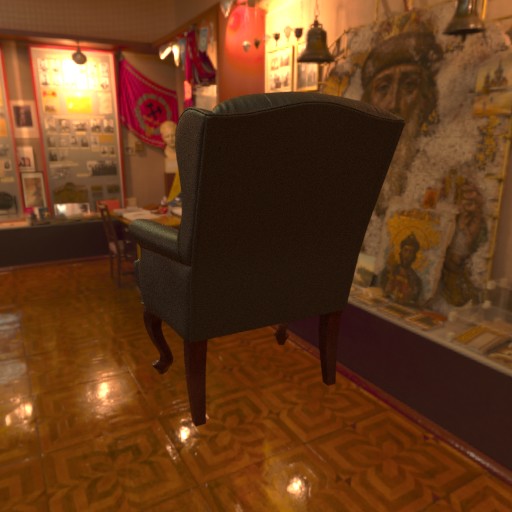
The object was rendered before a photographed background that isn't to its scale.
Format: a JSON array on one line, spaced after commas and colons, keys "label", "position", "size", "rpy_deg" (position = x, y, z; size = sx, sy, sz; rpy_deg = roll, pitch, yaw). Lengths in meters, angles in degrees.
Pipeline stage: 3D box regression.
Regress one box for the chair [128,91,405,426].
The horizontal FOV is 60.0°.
[{"label": "chair", "position": [0.000, 0.000, 1.666], "size": [0.838, 1.111, 0.762], "rpy_deg": [-8, 16, -27]}]
